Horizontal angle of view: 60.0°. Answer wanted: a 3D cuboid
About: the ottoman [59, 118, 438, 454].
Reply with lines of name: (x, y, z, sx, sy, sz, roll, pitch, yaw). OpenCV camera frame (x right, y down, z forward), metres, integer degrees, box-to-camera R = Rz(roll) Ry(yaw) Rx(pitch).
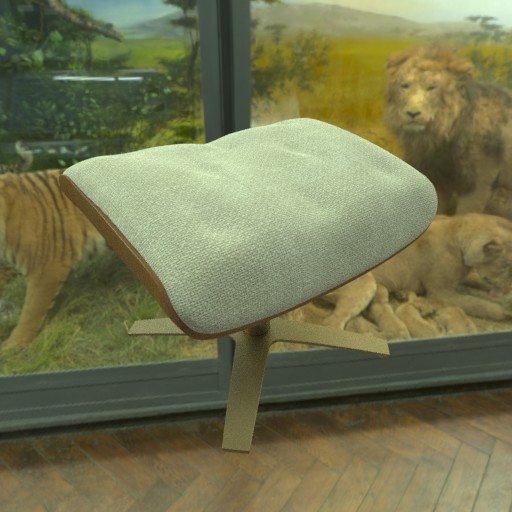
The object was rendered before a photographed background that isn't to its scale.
ottoman: (0.000, 0.000, 0.792, 0.520, 0.391, 0.394, -22, 36, -32)
